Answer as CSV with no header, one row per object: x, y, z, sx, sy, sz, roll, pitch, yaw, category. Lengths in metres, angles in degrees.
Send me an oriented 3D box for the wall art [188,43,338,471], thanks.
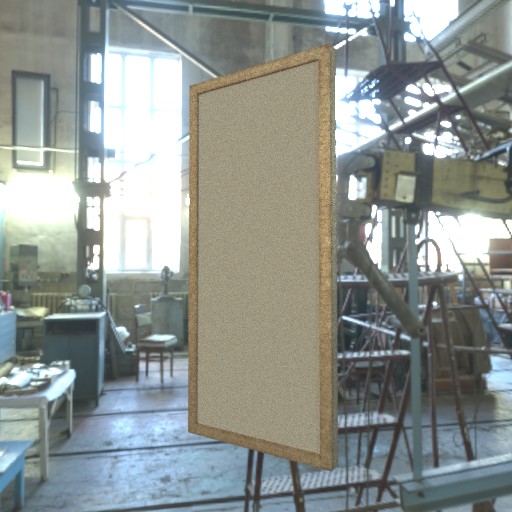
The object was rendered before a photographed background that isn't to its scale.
0.000,0.000,1.709,0.648,1.461,0.051,-1,-2,34,wall art
